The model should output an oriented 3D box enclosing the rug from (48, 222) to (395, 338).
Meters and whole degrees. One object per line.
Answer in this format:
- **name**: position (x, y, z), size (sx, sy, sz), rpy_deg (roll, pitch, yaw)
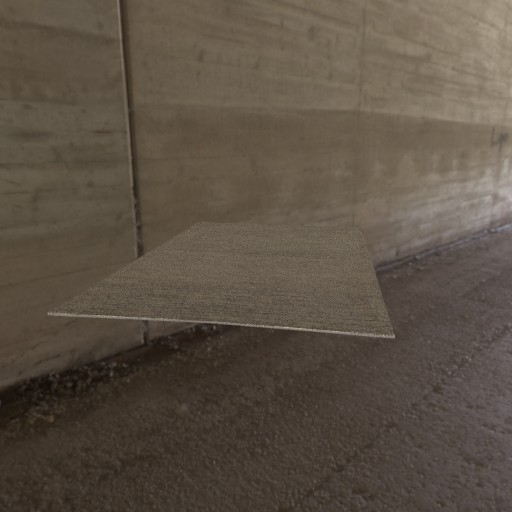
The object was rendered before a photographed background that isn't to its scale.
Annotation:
- **rug**: position (0.000, 0.000, 2.263), size (1.149, 0.021, 1.773), rpy_deg (2, 15, 9)
